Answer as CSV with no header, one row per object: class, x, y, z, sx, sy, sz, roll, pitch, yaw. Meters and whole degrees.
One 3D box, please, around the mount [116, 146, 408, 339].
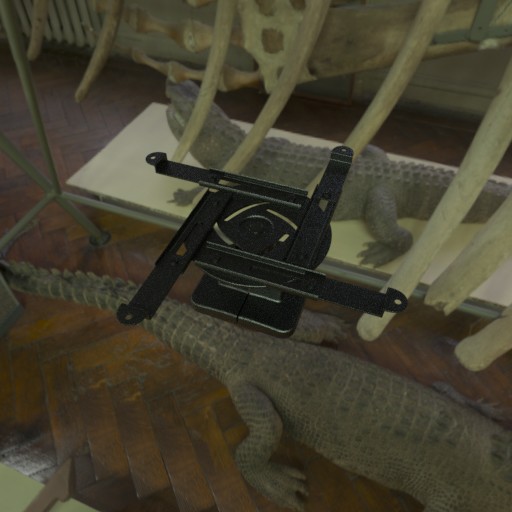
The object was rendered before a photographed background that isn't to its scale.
mount,0.000,0.000,0.609,0.394,0.141,0.394,16,49,14
